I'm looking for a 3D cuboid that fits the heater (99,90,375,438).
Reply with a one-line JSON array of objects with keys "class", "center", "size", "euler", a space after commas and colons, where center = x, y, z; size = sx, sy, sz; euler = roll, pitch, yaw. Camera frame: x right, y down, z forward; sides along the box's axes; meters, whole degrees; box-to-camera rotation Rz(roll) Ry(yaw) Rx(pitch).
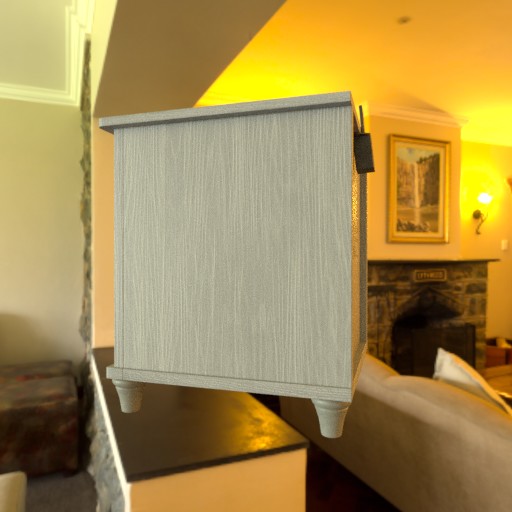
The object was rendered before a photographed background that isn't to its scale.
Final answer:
[{"class": "heater", "center": [0.000, 0.000, 0.774], "size": [0.400, 0.481, 0.362], "euler": [0, 0, 17]}]
